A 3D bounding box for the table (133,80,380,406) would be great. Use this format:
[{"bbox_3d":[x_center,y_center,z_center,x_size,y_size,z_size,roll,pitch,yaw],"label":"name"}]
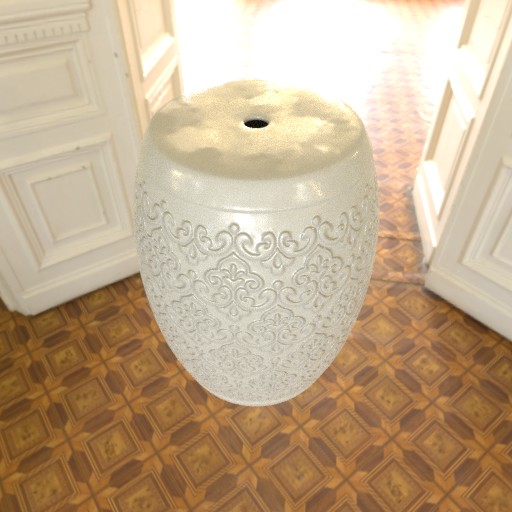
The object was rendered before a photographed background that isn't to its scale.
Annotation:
[{"bbox_3d":[0.000,0.000,0.608,0.309,0.397,0.309,0,43,0],"label":"table"}]
